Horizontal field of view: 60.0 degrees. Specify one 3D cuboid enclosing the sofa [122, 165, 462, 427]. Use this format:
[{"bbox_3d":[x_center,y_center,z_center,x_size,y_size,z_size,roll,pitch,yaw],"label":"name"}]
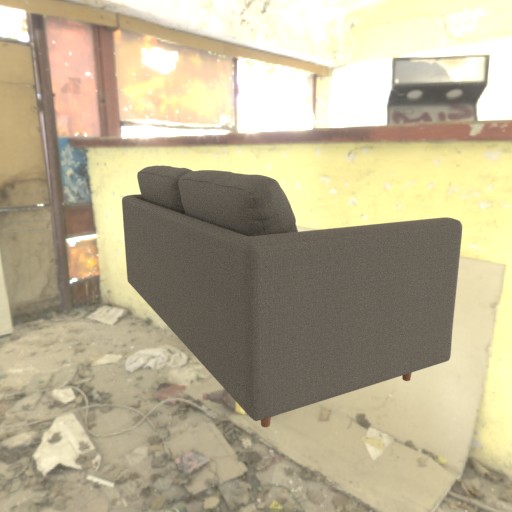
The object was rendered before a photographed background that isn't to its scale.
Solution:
[{"bbox_3d":[0.000,0.000,2.205,0.940,0.866,1.713,-7,15,-27],"label":"sofa"}]
